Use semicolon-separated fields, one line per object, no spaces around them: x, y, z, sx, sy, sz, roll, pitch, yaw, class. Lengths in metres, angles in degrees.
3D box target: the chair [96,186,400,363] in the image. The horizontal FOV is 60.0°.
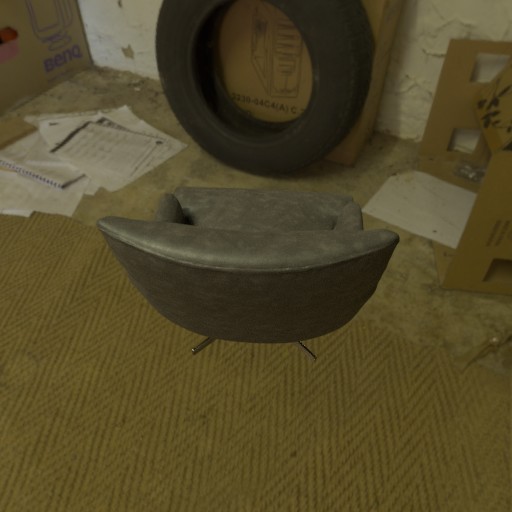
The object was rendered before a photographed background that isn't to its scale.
0.000;0.000;1.511;0.738;0.870;0.874;3;46;3;chair
